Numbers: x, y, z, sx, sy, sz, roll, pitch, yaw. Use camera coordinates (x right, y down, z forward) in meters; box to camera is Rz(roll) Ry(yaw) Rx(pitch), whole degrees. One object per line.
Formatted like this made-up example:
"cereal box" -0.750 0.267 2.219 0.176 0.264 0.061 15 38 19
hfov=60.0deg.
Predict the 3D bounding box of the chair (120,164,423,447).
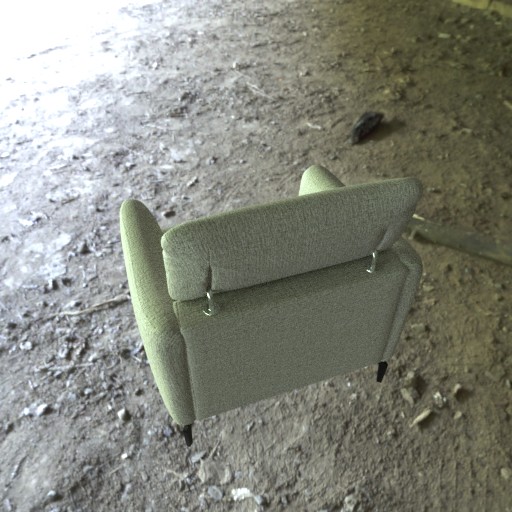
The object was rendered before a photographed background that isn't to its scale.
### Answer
"chair" 0.000 0.000 1.721 0.972 0.967 0.835 -13 43 -15
